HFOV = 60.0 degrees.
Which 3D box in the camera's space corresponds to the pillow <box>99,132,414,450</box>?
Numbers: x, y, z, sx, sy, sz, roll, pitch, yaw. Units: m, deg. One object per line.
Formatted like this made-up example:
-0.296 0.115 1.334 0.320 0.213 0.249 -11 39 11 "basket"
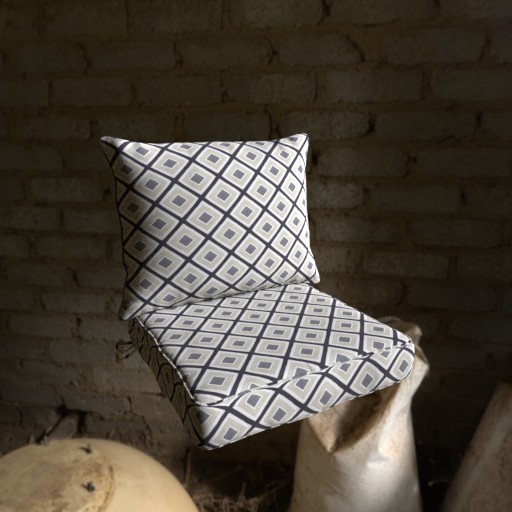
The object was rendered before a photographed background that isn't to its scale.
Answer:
0.000 0.000 1.363 0.798 0.722 0.733 -9 18 -27 "pillow"
